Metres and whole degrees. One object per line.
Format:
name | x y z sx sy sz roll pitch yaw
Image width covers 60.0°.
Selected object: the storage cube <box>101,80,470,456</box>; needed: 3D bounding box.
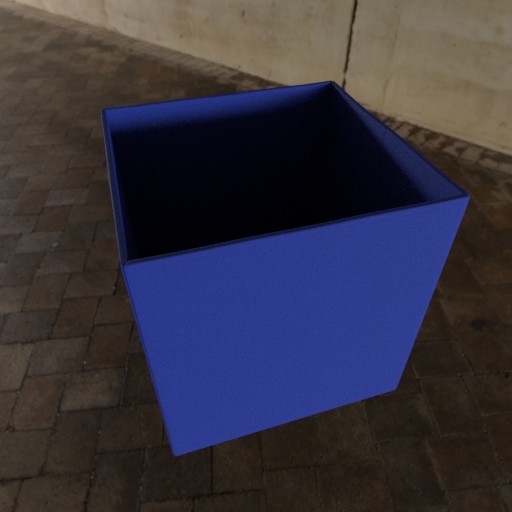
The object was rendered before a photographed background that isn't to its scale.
storage cube | 0.000 0.000 0.498 0.270 0.280 0.270 -12 43 -13
